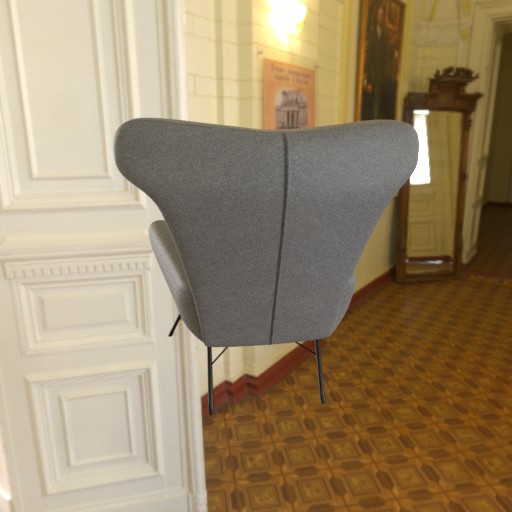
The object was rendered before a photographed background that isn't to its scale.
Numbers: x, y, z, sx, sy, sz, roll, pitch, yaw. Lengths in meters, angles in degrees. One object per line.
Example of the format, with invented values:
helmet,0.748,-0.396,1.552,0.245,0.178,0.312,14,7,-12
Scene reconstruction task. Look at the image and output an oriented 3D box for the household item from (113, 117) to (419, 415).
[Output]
household item,0.000,0.000,1.805,0.980,1.050,0.900,-3,15,-10
